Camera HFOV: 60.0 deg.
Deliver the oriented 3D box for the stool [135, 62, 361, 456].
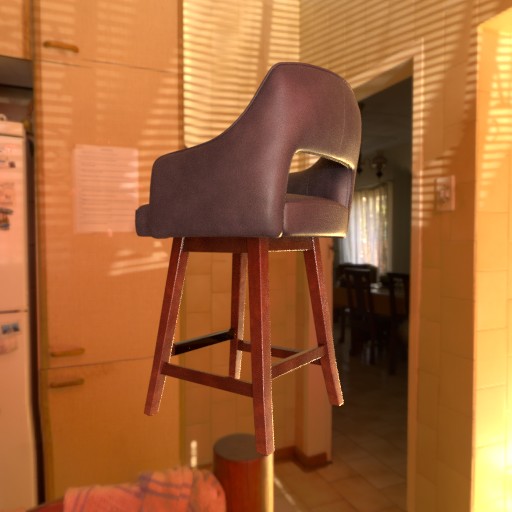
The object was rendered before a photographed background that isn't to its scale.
[{"bbox_3d":[0.000,0.000,1.311,0.560,0.936,0.550,1,3,36],"label":"stool"}]
